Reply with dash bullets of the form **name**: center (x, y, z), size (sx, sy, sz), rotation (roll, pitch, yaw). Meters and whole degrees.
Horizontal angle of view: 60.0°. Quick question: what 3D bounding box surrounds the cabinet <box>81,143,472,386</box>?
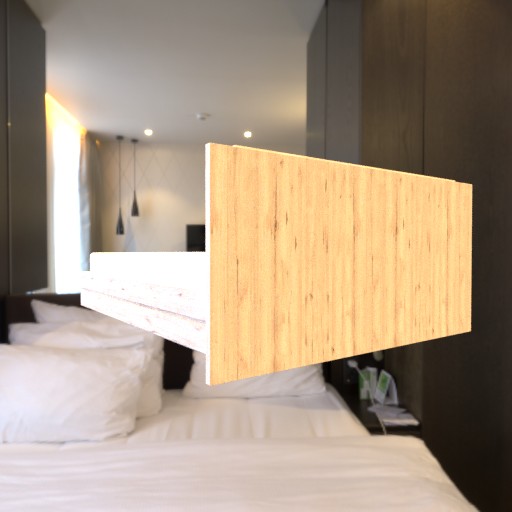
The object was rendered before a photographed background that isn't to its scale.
- **cabinet**: center (0.000, 0.000, 3.149), size (1.950, 0.970, 2.080), rotation (-1, 1, -36)
